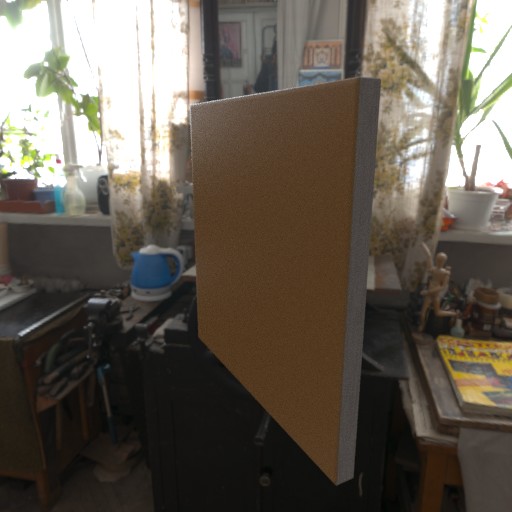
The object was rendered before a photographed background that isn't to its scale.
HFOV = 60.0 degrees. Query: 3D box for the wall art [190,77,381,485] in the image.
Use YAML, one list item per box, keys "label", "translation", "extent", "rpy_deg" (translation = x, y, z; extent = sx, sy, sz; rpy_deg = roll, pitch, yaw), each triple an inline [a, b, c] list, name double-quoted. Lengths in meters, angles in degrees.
- label: "wall art"
  translation: [0.000, 0.000, 1.886]
  extent: [0.078, 1.288, 1.287]
  rpy_deg: [-8, 17, -27]
